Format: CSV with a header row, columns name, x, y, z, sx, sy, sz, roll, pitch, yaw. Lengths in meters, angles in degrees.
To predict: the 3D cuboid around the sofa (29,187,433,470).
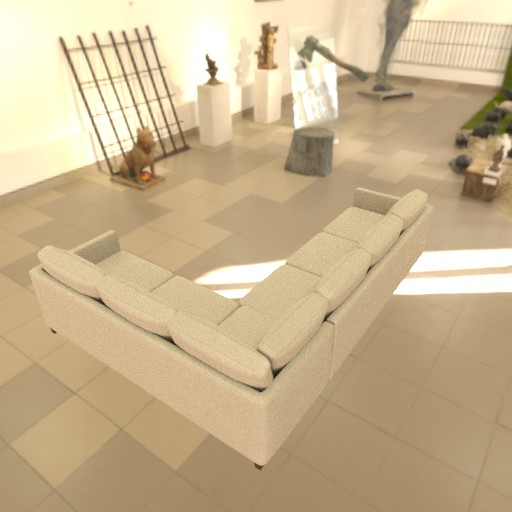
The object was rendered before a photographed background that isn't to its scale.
name,x,y,z,sx,sy,sz,roll,pitch,yaw
sofa,0.000,0.000,4.461,2.522,0.934,3.333,21,38,29
